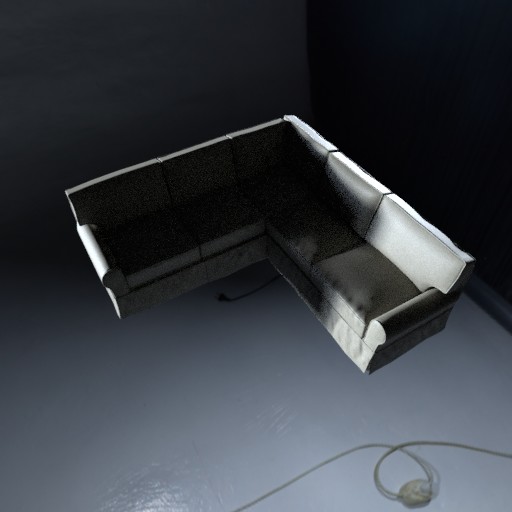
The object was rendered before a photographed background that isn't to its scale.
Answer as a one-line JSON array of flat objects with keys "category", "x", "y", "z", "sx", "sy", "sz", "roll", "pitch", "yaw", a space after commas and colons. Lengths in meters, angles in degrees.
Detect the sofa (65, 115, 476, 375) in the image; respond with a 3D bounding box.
[{"category": "sofa", "x": 0.000, "y": 0.000, "z": 4.065, "sx": 2.618, "sy": 1.081, "sz": 2.623, "roll": -24, "pitch": 52, "yaw": -21}]
